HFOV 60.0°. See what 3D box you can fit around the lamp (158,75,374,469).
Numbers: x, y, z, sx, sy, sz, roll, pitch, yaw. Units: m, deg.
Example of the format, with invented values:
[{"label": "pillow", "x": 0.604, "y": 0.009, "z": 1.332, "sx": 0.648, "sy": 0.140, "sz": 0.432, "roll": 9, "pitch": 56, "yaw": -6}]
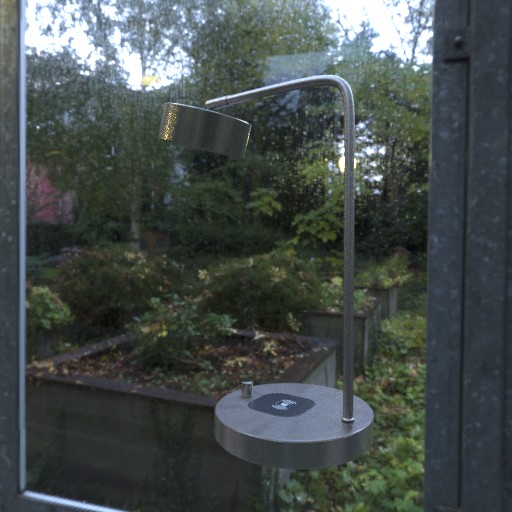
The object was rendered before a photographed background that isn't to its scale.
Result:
[{"label": "lamp", "x": 0.000, "y": 0.000, "z": 0.627, "sx": 0.334, "sy": 0.469, "sz": 0.211, "roll": 1, "pitch": 2, "yaw": 36}]
